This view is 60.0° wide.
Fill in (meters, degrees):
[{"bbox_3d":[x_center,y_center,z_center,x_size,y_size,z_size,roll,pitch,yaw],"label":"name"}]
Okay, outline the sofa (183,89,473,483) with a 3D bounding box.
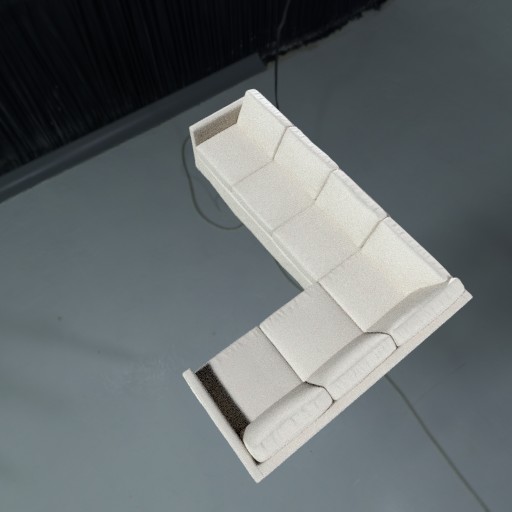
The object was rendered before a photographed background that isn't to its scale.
[{"bbox_3d":[0.000,0.000,4.359,2.432,0.871,3.182,-34,68,-16],"label":"sofa"}]
